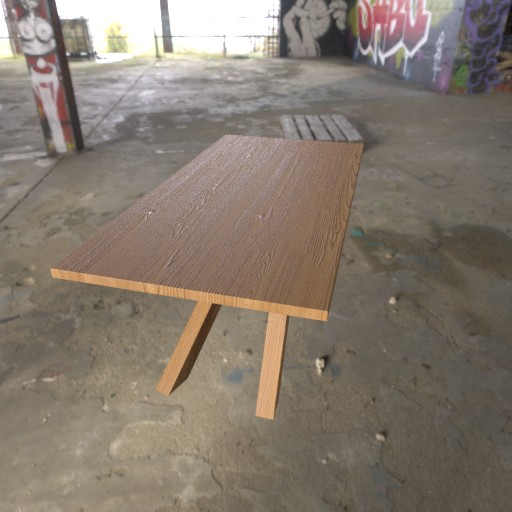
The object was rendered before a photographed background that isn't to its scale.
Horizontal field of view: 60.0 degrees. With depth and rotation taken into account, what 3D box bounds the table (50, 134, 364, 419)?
[{"bbox_3d":[0.000,0.000,2.275,0.901,0.750,1.797,8,30,13],"label":"table"}]
